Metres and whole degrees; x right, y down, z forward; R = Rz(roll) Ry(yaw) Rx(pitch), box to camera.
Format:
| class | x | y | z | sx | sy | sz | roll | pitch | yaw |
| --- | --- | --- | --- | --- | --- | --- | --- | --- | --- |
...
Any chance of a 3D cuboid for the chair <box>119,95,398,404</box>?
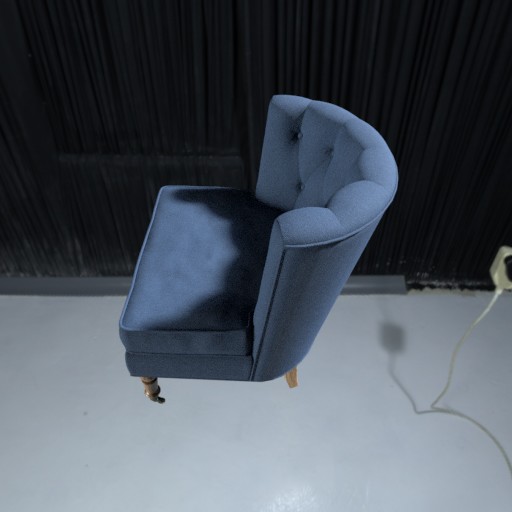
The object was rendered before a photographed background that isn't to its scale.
| class | x | y | z | sx | sy | sz | roll | pitch | yaw |
| --- | --- | --- | --- | --- | --- | --- | --- | --- | --- |
| chair | 0.000 | 0.000 | 1.390 | 0.718 | 0.771 | 0.740 | 0 | 41 | 0 |
